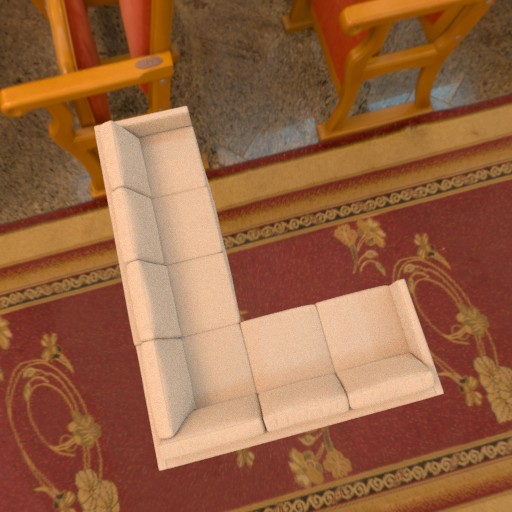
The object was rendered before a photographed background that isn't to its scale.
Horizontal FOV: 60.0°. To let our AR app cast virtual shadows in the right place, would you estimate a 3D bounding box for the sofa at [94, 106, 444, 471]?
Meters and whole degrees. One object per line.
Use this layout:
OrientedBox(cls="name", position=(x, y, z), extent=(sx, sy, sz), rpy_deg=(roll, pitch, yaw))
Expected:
OrientedBox(cls="sofa", position=(0.000, 0.000, 4.213), extent=(2.432, 0.871, 3.182), rpy_deg=(-14, 76, -4))
